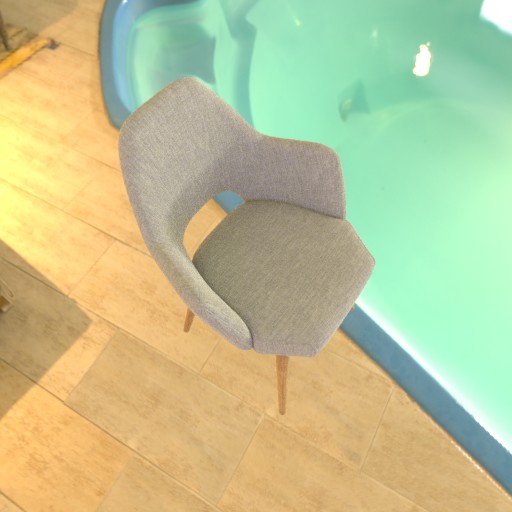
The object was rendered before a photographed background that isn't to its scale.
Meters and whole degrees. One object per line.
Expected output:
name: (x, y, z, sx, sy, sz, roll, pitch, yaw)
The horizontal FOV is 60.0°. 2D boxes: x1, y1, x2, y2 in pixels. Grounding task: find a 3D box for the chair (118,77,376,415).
chair: (0.000, 0.000, 1.281, 0.610, 0.840, 0.590, 31, 63, 18)
